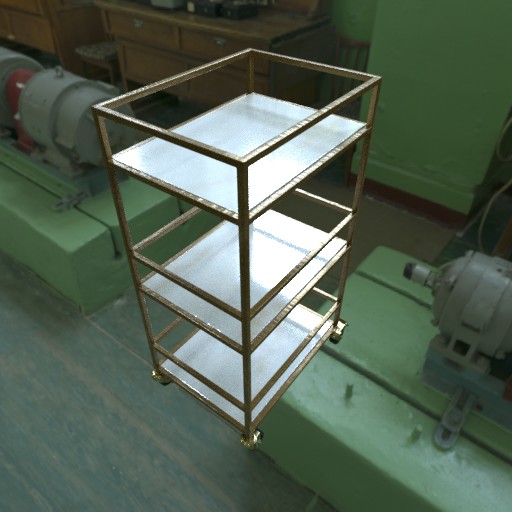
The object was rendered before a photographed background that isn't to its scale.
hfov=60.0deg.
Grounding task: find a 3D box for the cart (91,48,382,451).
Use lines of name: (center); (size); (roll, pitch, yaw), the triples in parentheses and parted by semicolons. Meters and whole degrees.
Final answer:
cart: (0.000, 0.000, 1.006); (0.332, 0.761, 0.483); (26, 46, 28)
